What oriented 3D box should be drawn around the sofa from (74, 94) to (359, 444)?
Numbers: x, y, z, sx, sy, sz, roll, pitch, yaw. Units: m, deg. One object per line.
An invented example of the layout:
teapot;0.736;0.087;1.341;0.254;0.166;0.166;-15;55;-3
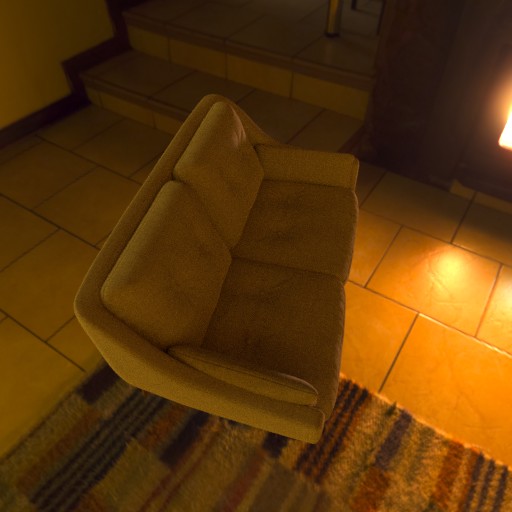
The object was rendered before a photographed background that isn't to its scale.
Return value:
sofa;0.000;0.000;2.202;0.965;0.888;1.652;10;48;9
